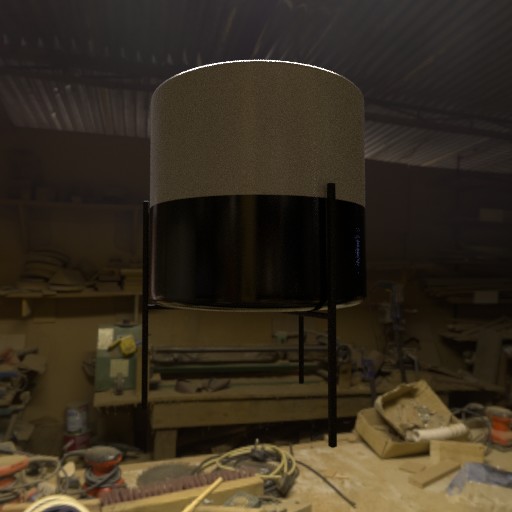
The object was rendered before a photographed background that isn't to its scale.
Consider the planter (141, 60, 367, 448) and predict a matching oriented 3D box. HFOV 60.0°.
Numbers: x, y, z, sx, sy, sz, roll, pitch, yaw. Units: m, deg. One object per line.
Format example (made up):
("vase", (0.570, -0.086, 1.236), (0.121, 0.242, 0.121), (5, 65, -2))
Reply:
("planter", (0.000, 0.000, 0.631), (0.310, 0.432, 0.310), (1, -2, -16))
